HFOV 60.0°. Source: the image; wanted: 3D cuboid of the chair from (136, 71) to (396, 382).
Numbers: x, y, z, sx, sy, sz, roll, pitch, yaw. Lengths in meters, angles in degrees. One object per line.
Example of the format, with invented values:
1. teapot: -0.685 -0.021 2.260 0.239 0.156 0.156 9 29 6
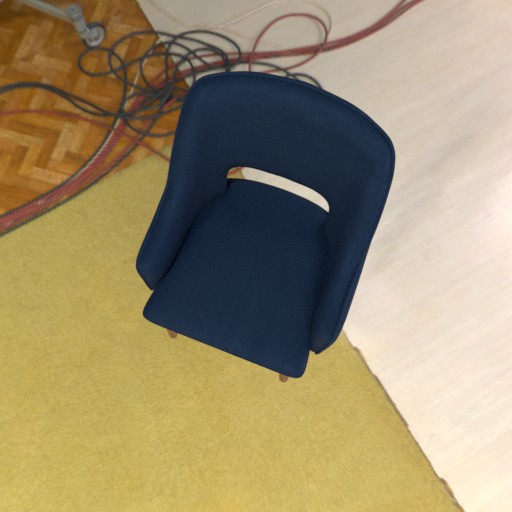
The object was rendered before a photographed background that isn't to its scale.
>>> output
1. chair: 0.000 0.000 1.246 0.559 0.844 0.591 20 77 5
